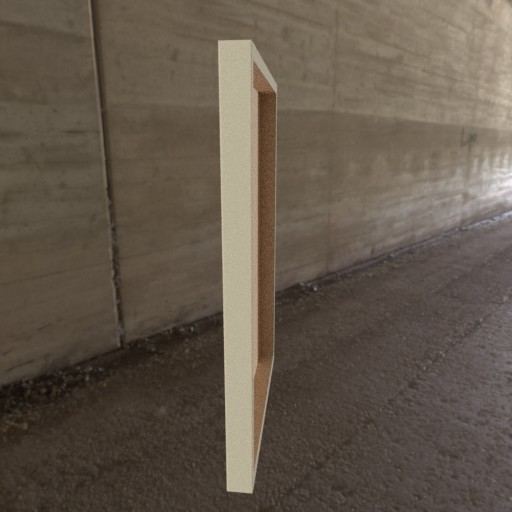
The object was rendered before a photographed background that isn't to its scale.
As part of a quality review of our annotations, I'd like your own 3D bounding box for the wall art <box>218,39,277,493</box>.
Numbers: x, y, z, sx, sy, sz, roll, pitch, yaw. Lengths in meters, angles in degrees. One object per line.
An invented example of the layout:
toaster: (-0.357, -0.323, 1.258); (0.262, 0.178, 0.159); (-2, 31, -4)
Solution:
wall art: (0.000, 0.000, 0.775); (0.038, 0.608, 0.418); (2, 15, 6)
